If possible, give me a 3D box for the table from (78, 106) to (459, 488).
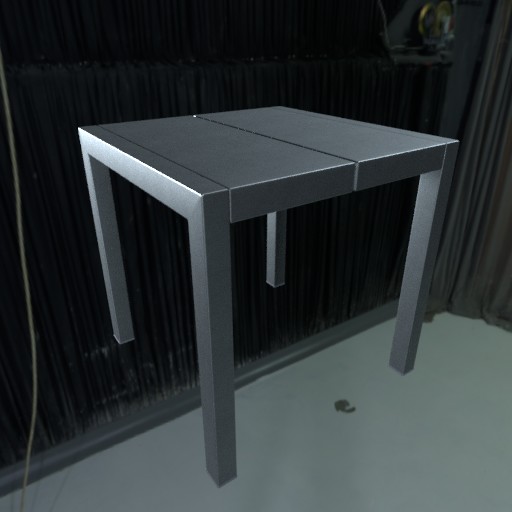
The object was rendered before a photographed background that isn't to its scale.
[{"bbox_3d":[0.000,0.000,0.934,0.508,0.508,0.508,-17,31,-31],"label":"table"}]
